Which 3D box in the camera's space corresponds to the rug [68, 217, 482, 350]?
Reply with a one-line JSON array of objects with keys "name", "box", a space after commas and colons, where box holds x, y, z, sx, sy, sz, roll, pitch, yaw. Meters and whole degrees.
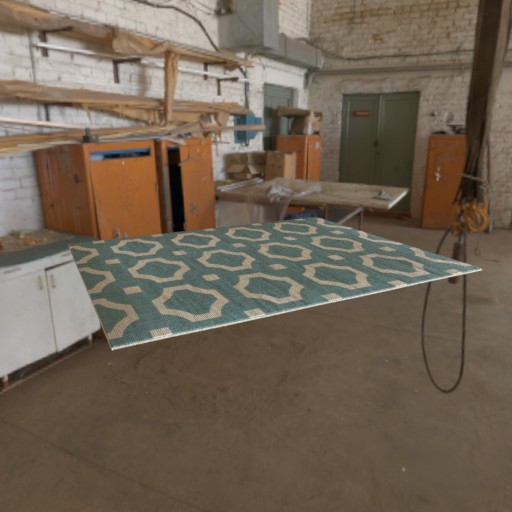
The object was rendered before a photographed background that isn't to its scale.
[{"name": "rug", "box": [0.000, 0.000, 4.139, 3.049, 0.021, 2.466, -8, 18, -26]}]
